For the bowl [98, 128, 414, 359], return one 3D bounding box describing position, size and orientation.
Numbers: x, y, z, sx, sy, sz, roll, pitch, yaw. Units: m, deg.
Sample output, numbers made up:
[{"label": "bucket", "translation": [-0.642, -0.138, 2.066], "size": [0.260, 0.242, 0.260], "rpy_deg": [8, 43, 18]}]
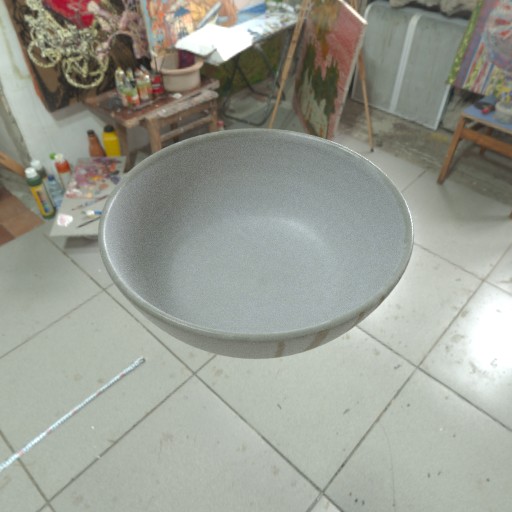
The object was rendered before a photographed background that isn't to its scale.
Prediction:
[{"label": "bowl", "translation": [0.000, 0.000, 0.429], "size": [0.268, 0.121, 0.268], "rpy_deg": [0, 46, 0]}]
